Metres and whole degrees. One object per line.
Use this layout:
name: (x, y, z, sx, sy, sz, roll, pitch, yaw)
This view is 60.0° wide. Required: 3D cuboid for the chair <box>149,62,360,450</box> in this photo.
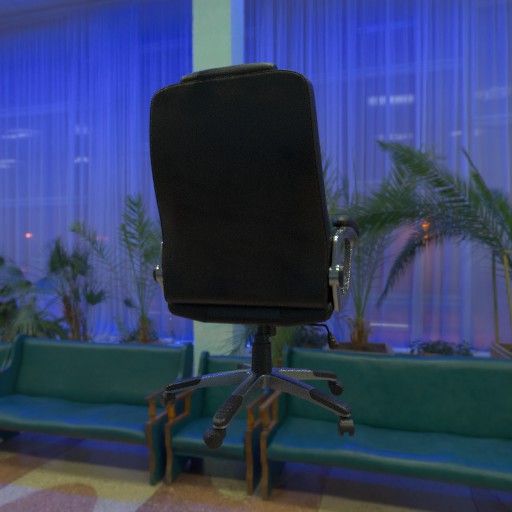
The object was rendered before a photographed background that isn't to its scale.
chair: (0.000, 0.000, 1.536, 0.697, 1.075, 0.689, 0, 0, 18)
